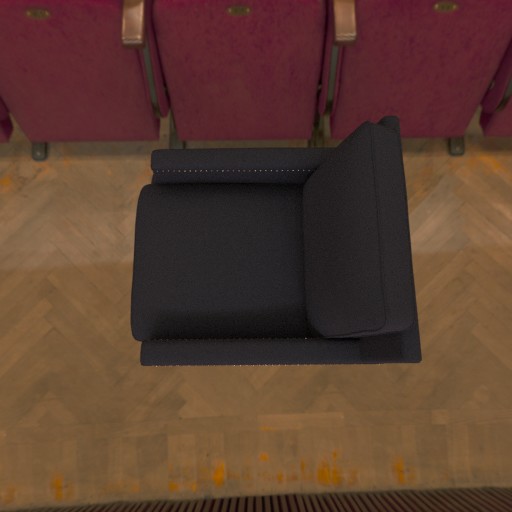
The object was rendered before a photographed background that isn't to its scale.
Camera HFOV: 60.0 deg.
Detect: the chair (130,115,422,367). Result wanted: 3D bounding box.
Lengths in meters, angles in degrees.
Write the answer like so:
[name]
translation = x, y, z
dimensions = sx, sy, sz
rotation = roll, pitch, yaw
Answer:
[chair]
translation = 0.000, 0.000, 1.769
dimensions = 1.014, 0.943, 0.853
rotation = 0, 76, 0
